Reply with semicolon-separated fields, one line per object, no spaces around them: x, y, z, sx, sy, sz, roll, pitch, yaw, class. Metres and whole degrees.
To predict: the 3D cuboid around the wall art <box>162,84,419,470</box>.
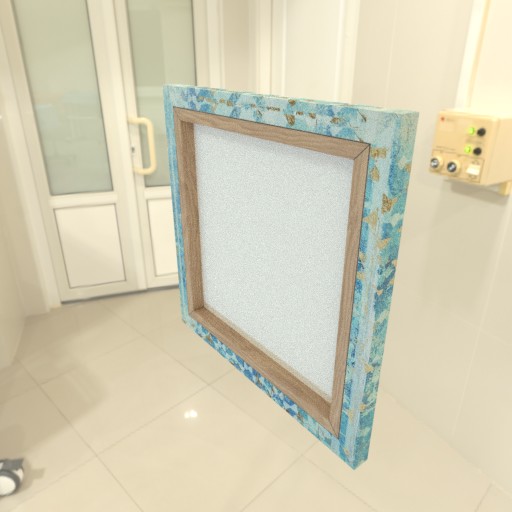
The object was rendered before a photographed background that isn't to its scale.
0.000;0.000;0.886;0.040;0.609;0.609;-18;31;-34;wall art
